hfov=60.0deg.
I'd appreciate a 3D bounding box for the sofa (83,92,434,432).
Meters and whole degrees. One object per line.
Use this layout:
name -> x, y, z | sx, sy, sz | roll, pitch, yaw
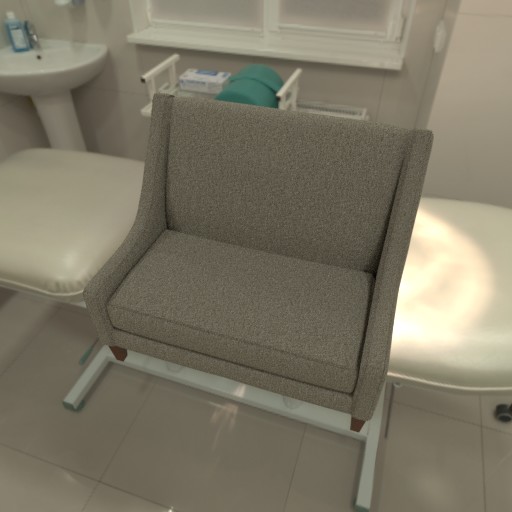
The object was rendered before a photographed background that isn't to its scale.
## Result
sofa -> 0.000, 0.000, 1.936 | 1.242, 1.026, 0.862 | 12, 43, 14
